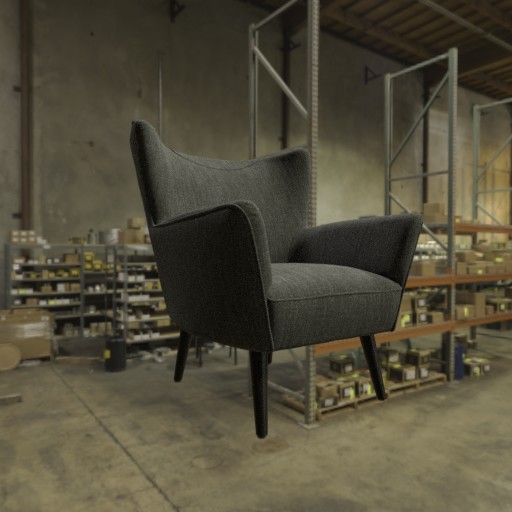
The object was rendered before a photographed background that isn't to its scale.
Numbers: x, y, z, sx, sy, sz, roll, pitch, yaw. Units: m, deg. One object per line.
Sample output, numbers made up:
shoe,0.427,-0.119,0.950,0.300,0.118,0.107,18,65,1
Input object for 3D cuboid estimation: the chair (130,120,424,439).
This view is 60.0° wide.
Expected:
chair,0.000,0.000,1.590,0.781,0.933,0.888,-1,1,-36
